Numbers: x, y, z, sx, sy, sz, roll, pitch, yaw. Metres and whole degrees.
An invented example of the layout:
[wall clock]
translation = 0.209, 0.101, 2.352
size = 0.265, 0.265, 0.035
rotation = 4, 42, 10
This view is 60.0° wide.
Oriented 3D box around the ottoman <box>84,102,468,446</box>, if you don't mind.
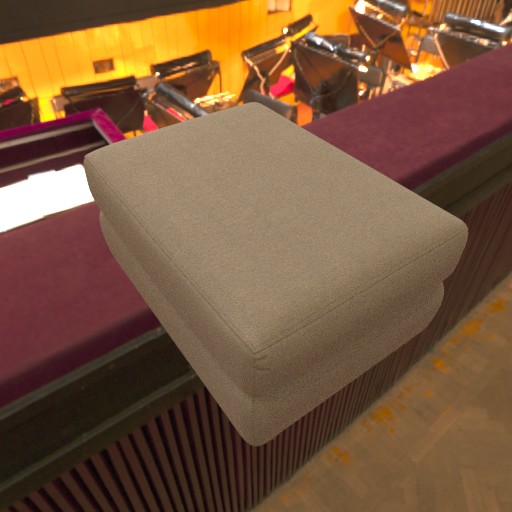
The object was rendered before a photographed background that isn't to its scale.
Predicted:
[ottoman]
translation = 0.000, 0.000, 1.135
size = 0.569, 0.499, 0.773
rotation = -26, 48, -26
